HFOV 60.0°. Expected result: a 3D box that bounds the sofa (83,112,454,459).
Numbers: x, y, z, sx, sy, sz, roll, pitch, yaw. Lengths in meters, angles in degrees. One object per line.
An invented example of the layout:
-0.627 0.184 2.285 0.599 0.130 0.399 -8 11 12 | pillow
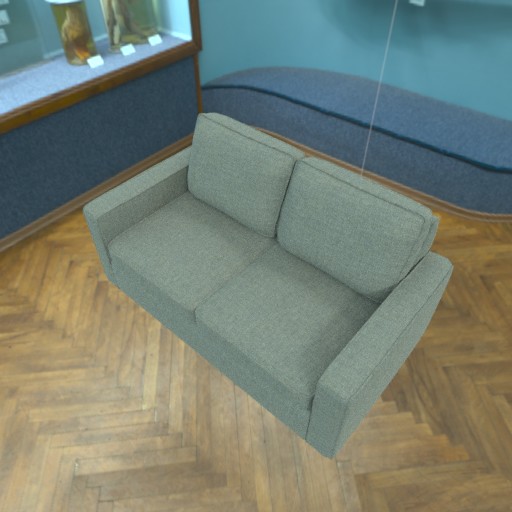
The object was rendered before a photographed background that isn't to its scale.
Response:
0.000 0.000 2.311 1.706 0.915 0.945 32 53 27 | sofa
